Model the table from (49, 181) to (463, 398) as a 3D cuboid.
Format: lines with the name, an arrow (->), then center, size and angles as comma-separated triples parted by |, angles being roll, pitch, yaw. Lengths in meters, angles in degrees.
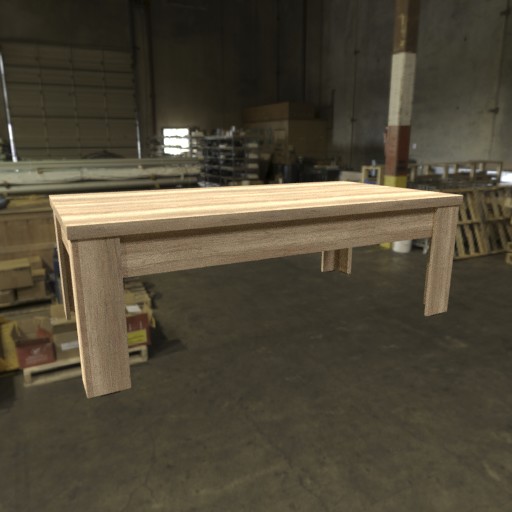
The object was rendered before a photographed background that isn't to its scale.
table -> 0.000, 0.000, 1.684 | 1.350, 0.460, 0.700 | -7, 16, -26
